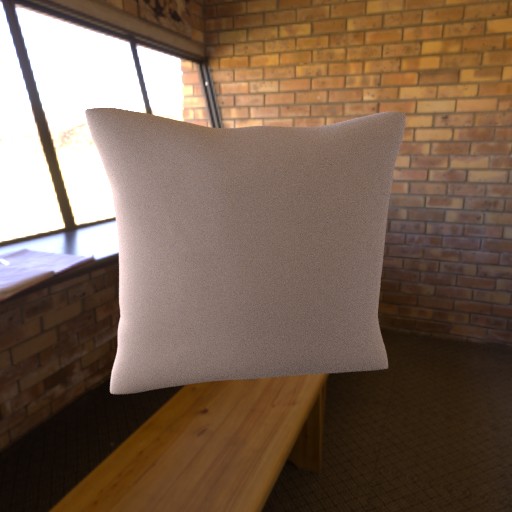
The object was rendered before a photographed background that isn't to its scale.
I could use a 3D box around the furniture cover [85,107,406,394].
[{"bbox_3d":[0.000,0.000,0.807,0.552,0.509,0.193,-2,14,-9],"label":"furniture cover"}]
